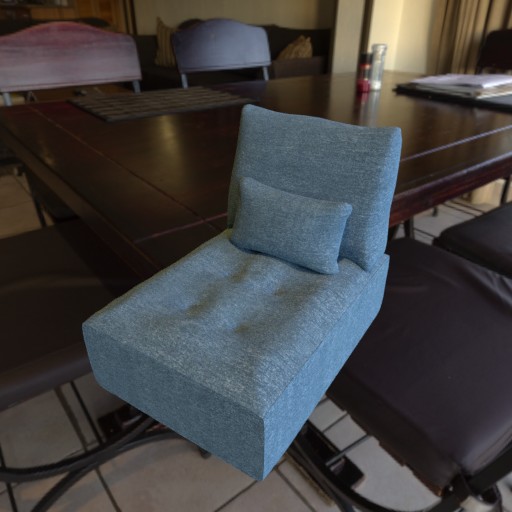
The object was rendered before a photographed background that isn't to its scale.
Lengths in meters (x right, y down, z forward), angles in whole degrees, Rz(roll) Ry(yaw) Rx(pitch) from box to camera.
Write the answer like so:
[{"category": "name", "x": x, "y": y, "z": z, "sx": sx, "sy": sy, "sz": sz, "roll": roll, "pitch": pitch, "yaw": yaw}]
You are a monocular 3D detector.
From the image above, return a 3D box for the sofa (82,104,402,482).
[{"category": "sofa", "x": 0.000, "y": 0.000, "z": 1.566, "sx": 0.700, "sy": 0.820, "sz": 1.000, "roll": 18, "pitch": 35, "yaw": 28}]
